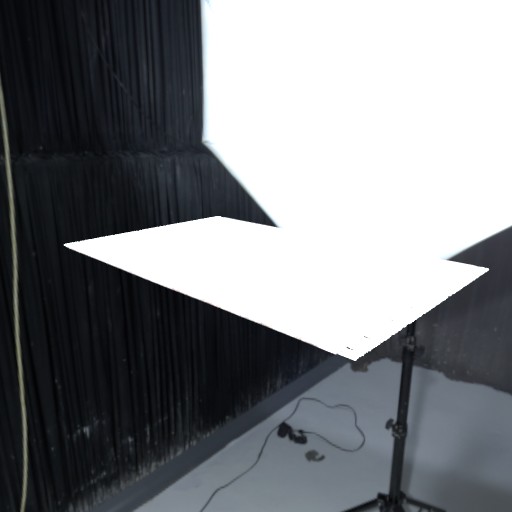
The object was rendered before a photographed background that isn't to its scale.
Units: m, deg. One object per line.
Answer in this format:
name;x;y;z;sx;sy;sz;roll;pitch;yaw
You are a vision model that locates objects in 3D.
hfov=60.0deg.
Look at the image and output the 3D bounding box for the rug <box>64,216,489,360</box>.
rug;0.000;0.000;2.947;2.440;0.010;1.528;15;21;42
